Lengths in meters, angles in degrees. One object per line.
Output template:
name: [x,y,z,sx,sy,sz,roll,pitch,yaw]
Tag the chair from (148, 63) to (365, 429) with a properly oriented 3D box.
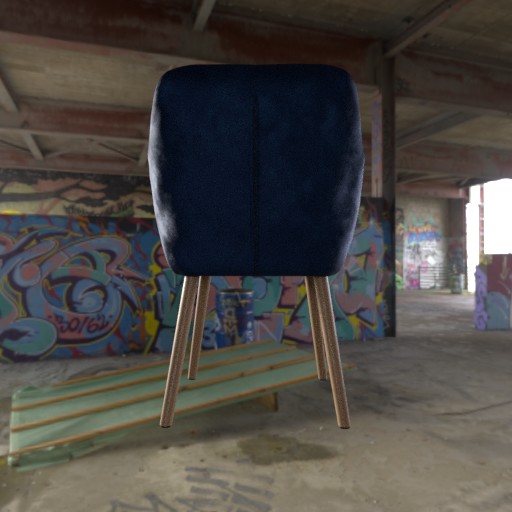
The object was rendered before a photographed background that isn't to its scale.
chair: [0.000,0.000,1.225,0.578,0.826,0.573,0,-1,1]
